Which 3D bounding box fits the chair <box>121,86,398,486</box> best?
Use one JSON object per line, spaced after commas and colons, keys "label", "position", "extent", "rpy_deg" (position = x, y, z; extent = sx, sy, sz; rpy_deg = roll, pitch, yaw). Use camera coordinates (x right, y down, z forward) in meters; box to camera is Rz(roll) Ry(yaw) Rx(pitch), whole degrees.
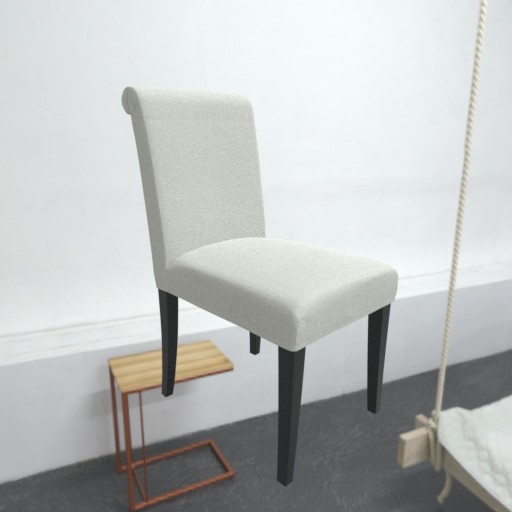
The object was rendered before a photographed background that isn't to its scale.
{"label": "chair", "position": [0.000, 0.000, 1.338], "extent": [0.452, 0.976, 0.708], "rpy_deg": [-15, 21, -42]}
